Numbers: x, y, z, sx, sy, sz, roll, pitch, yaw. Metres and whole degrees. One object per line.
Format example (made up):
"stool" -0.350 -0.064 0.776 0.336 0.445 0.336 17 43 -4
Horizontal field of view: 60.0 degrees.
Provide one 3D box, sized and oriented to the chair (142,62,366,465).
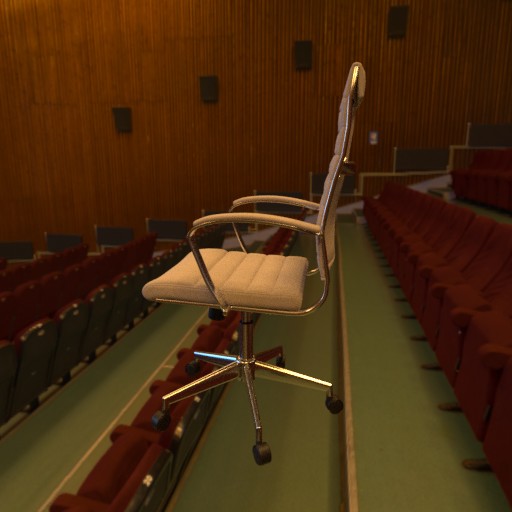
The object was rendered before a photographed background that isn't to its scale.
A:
"chair" 0.000 0.000 1.528 0.667 1.149 0.679 2 13 9
